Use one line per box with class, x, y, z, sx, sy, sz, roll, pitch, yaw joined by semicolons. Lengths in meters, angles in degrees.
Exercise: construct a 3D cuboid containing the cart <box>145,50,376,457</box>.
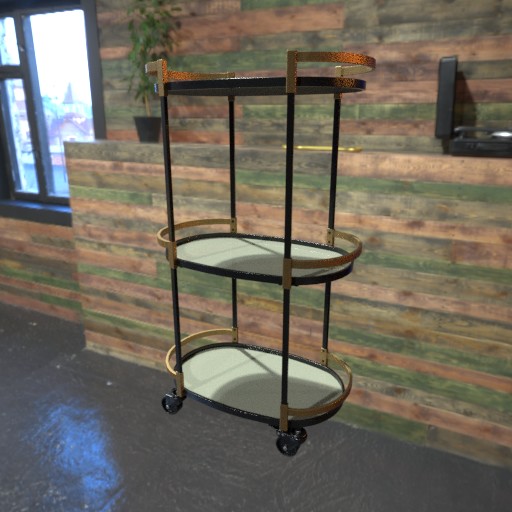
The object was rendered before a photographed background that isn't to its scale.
cart;0.000;0.000;1.104;0.515;0.885;0.311;9;19;26
